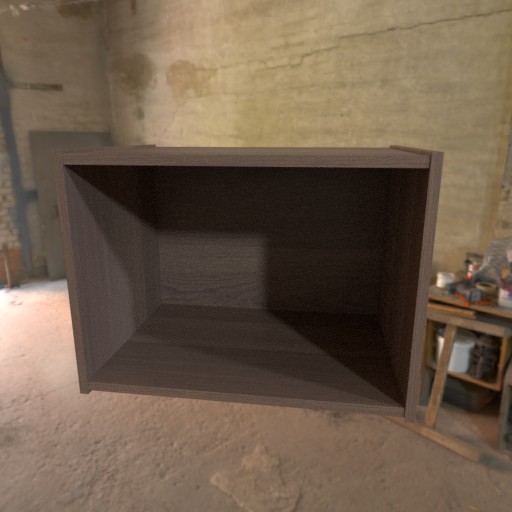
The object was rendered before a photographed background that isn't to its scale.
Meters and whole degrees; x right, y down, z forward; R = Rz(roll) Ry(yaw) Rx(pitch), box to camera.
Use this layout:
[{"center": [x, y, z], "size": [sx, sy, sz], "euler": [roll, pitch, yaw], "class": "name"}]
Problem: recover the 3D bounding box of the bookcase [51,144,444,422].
[{"center": [0.000, 0.000, 0.640], "size": [0.415, 0.305, 0.290], "euler": [2, 15, 8], "class": "bookcase"}]
